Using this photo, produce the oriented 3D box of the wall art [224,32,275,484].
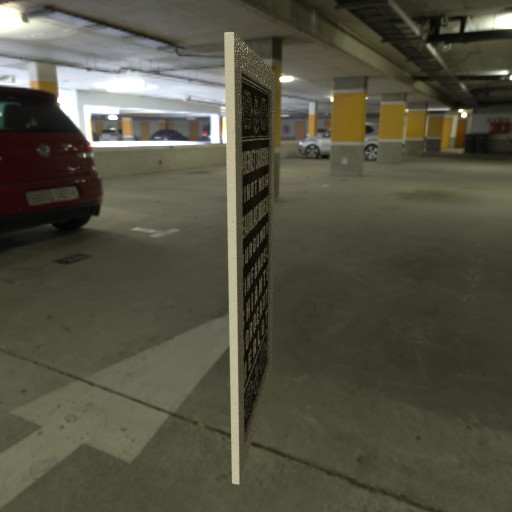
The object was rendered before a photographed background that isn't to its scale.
[{"bbox_3d":[0.000,0.000,0.825,0.013,0.683,0.380,3,16,10],"label":"wall art"}]
